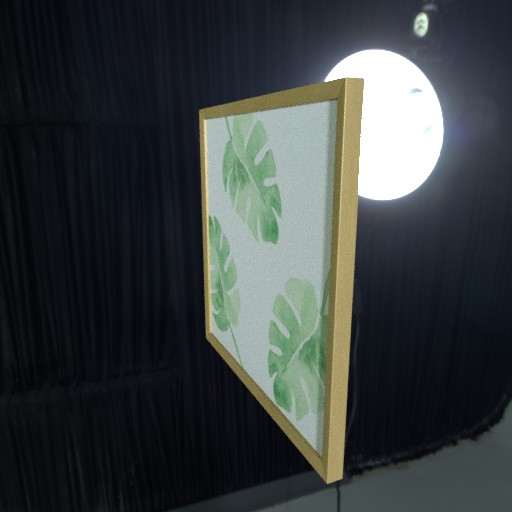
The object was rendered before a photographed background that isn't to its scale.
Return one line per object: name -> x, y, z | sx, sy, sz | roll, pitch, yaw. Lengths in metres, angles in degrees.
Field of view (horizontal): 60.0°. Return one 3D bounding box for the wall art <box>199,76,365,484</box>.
wall art -> 0.000, 0.000, 1.136 | 0.037, 0.763, 0.763 | -6, 15, -24
